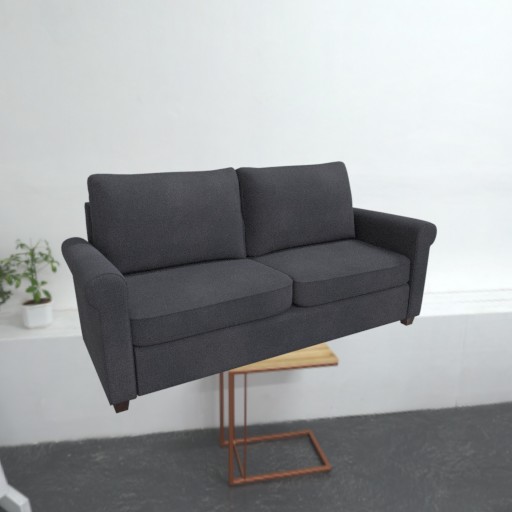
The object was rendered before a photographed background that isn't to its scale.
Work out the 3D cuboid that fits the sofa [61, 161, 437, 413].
[{"bbox_3d":[0.000,0.000,2.476,1.935,0.942,0.842,-9,19,-28],"label":"sofa"}]
